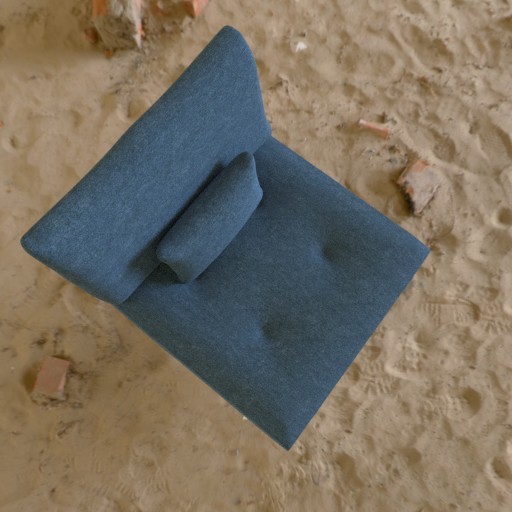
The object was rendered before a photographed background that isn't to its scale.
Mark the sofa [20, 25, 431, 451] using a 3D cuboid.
[{"bbox_3d":[0.000,0.000,1.579,1.000,0.820,0.930,37,79,9],"label":"sofa"}]
